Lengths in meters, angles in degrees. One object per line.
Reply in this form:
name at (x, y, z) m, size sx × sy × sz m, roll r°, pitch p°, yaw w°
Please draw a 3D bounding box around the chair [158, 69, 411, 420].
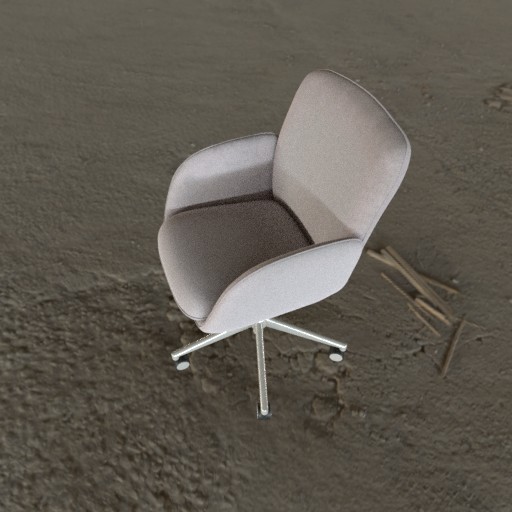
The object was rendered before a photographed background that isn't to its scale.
chair at (0.000, 0.000, 1.397) m, size 0.654 × 0.959 × 0.648 m, roll -16°, pitch 48°, yaw -15°
